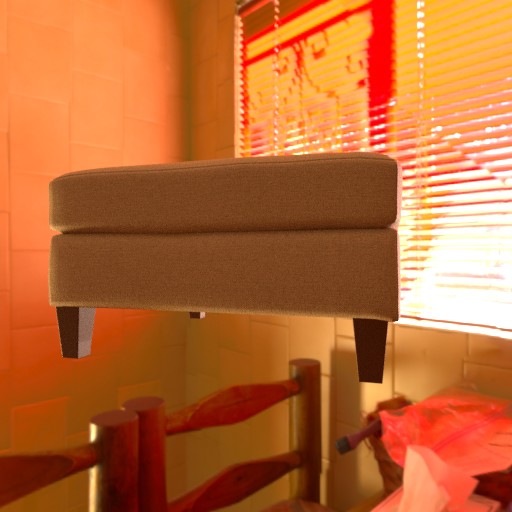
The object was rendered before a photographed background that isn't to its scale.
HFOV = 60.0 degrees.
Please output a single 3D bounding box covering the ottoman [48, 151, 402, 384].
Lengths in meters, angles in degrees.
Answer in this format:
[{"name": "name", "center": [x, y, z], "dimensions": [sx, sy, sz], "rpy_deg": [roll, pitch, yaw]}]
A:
[{"name": "ottoman", "center": [0.000, 0.000, 1.352], "dimensions": [0.838, 0.503, 0.838], "rpy_deg": [0, 0, 17]}]
